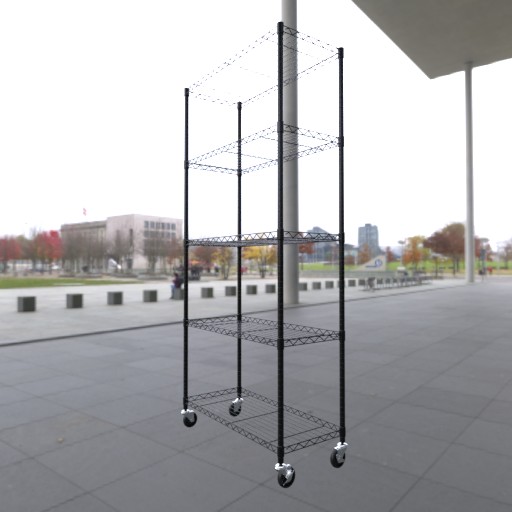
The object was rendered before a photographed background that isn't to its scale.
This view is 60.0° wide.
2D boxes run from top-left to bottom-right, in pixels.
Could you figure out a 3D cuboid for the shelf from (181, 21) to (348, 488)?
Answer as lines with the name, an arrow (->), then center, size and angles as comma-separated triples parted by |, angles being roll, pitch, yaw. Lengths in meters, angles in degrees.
shelf -> 0.000, 0.000, 1.945 | 0.356, 1.645, 0.762 | 1, -2, -36
